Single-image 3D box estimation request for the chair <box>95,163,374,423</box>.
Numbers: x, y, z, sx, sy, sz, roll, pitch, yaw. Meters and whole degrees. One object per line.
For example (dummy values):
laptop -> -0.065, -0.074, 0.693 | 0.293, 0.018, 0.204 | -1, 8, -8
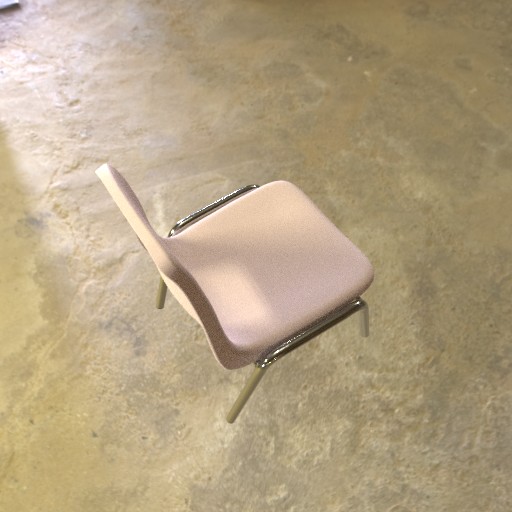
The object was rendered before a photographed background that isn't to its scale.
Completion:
chair -> 0.000, 0.000, 0.800 | 0.385, 0.537, 0.354 | -30, 61, -18
